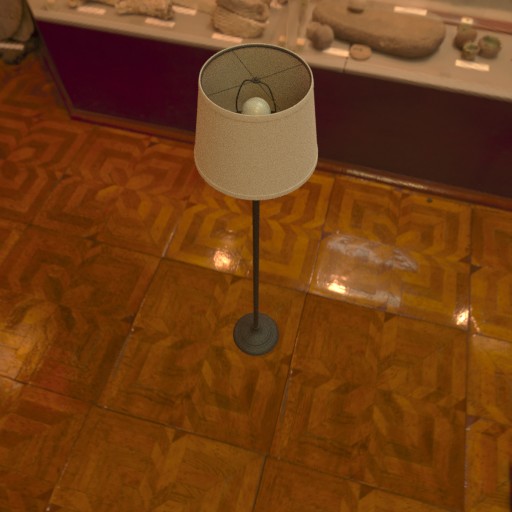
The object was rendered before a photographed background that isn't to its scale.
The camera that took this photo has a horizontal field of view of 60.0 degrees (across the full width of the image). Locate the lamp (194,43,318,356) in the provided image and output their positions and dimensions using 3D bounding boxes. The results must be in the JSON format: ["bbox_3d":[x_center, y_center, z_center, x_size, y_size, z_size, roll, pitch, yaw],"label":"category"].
[{"bbox_3d":[0.000,0.000,1.622,0.327,1.506,0.327,15,59,9],"label":"lamp"}]
